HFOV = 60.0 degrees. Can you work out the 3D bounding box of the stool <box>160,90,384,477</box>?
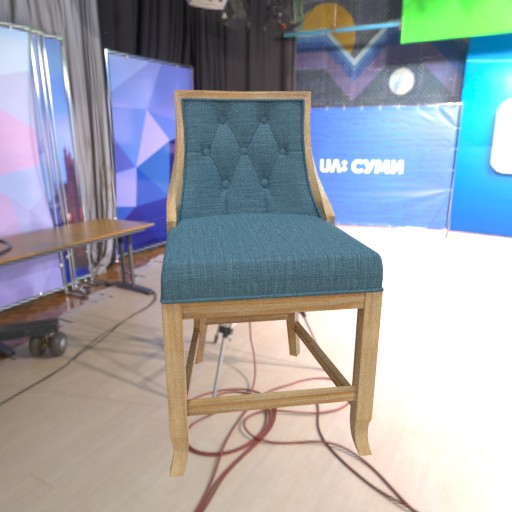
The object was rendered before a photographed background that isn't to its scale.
[{"bbox_3d":[0.000,0.000,1.291,0.524,0.938,0.626,-2,17,-8],"label":"stool"}]
